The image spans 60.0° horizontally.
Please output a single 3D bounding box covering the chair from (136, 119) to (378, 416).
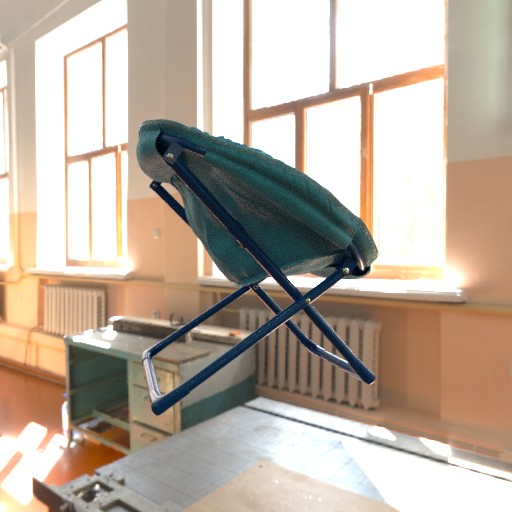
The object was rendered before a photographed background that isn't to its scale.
[{"bbox_3d":[0.000,0.000,0.894,0.465,0.478,0.520,0,1,-17],"label":"chair"}]
